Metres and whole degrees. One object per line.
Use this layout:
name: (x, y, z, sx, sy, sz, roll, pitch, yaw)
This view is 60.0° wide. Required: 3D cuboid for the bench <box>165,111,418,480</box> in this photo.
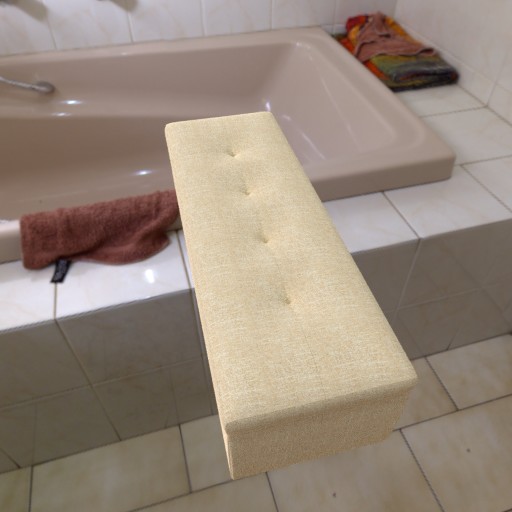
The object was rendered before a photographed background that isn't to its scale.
bench: (0.000, 0.000, 1.440, 0.432, 0.406, 1.219, -10, 46, -10)
